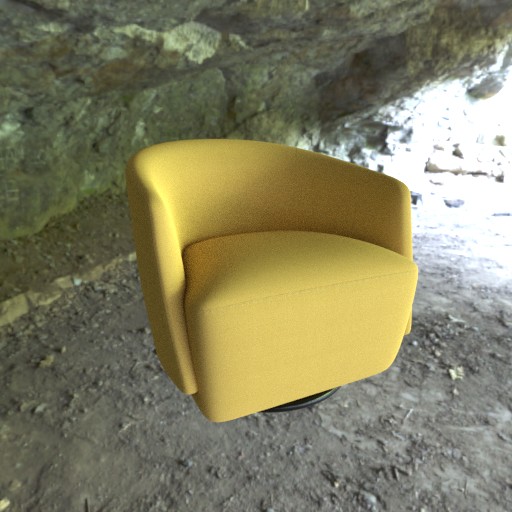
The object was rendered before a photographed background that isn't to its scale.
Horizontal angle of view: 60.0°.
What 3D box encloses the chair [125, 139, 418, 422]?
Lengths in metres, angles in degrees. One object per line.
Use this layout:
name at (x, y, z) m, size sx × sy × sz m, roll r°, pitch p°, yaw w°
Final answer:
chair at (0.000, 0.000, 1.381) m, size 0.773 × 0.698 × 0.767 m, roll -8°, pitch 17°, yaw -26°
